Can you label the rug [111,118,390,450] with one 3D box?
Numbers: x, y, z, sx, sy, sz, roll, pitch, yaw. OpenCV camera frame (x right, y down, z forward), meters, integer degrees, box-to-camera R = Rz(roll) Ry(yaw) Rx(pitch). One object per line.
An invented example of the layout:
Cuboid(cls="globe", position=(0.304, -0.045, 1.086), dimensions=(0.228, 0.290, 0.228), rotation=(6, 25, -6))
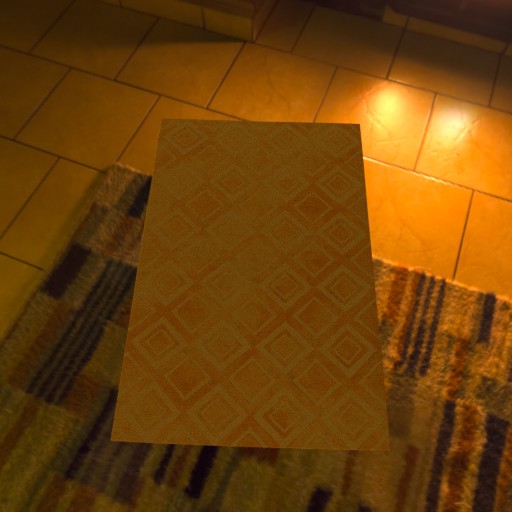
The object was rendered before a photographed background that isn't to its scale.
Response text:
Cuboid(cls="rug", position=(0.000, 0.000, 2.309), dimensions=(1.213, 0.010, 1.829), rotation=(2, 64, 1))
